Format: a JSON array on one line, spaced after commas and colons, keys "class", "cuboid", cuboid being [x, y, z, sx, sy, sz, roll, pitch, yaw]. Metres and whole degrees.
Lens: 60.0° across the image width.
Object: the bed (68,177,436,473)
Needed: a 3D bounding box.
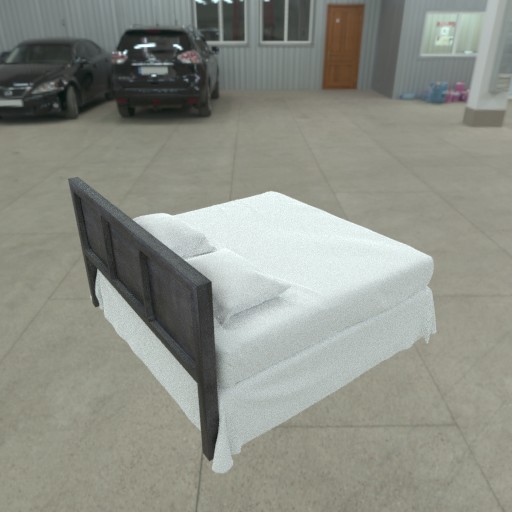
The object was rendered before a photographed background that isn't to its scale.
[{"class": "bed", "cuboid": [0.000, 0.000, 3.521, 2.165, 1.158, 2.255, -18, 32, -32]}]
